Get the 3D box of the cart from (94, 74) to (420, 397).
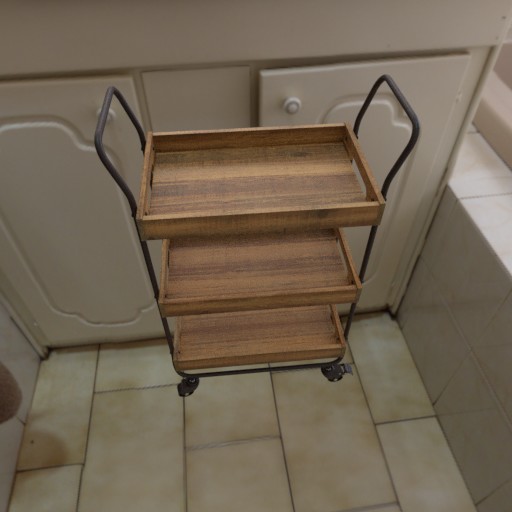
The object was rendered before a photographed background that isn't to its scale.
[{"bbox_3d":[0.000,0.000,1.157,0.583,0.857,0.339,-4,47,-4],"label":"cart"}]
